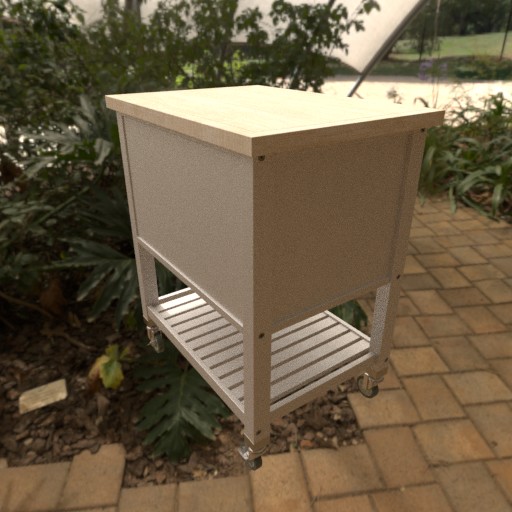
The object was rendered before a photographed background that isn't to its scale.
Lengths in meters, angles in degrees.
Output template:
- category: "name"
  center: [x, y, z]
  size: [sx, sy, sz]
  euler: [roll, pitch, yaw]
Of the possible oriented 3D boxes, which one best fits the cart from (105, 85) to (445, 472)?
- category: "cart"
  center: [0.000, 0.000, 1.382]
  size: [0.559, 0.914, 0.762]
  euler: [-17, 31, -31]
